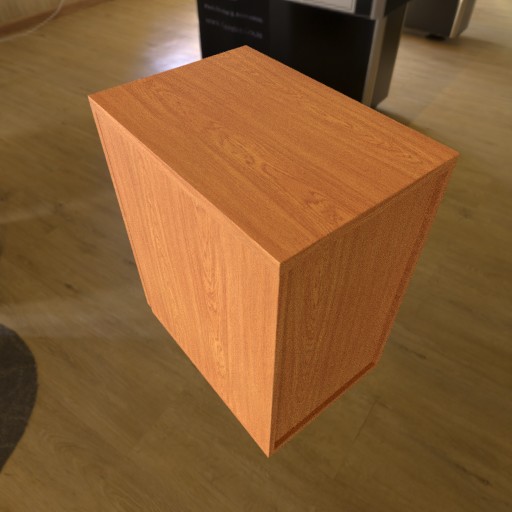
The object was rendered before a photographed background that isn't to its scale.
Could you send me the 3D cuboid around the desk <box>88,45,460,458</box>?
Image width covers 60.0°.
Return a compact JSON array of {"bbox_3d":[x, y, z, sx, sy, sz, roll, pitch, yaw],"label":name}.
[{"bbox_3d":[0.000,0.000,1.087,0.404,0.730,0.600,-30,54,-26],"label":"desk"}]
